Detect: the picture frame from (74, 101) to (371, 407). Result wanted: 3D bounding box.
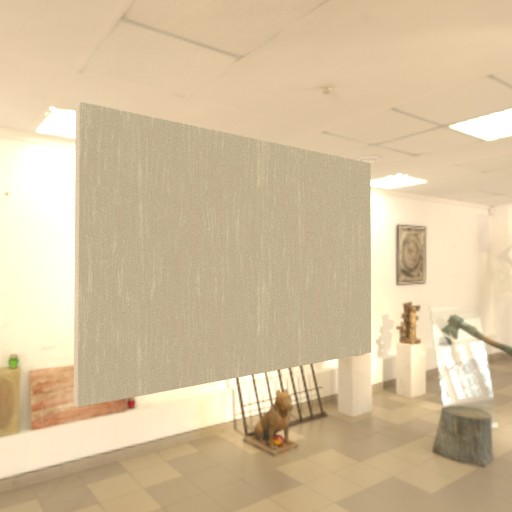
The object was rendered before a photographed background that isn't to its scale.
[{"bbox_3d":[0.000,0.000,1.223,0.950,0.640,0.029,1,-1,-37],"label":"picture frame"}]
